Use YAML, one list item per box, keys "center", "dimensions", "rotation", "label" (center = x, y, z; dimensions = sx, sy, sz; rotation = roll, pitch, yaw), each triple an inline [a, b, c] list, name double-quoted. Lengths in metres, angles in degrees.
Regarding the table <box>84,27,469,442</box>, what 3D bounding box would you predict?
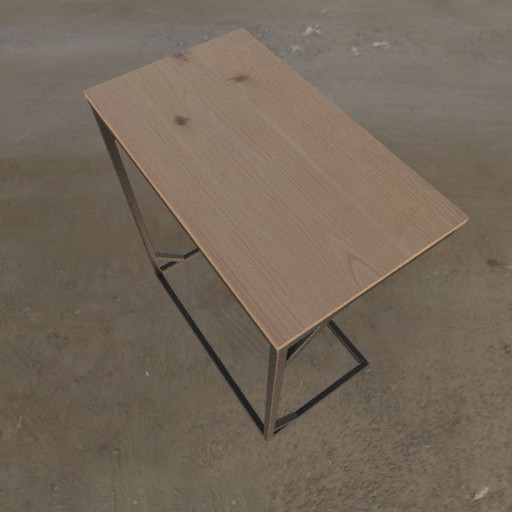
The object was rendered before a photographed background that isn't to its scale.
- center: [0.000, 0.000, 1.015]
  dimensions: [0.351, 0.673, 0.597]
  rotation: [-31, 63, -18]
  label: "table"
